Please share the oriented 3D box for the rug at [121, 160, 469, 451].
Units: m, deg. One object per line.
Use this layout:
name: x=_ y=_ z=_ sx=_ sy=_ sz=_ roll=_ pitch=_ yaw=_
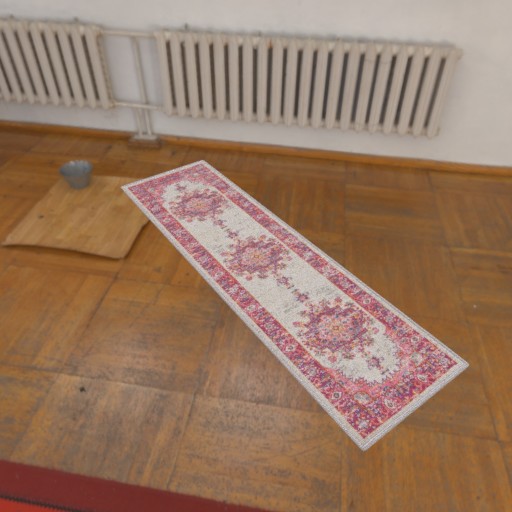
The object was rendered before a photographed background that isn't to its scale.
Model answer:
rug: x=0.000 y=0.000 z=2.505 sx=0.666 sy=0.011 sz=2.294 roll=-25 pitch=46 yaw=-26
